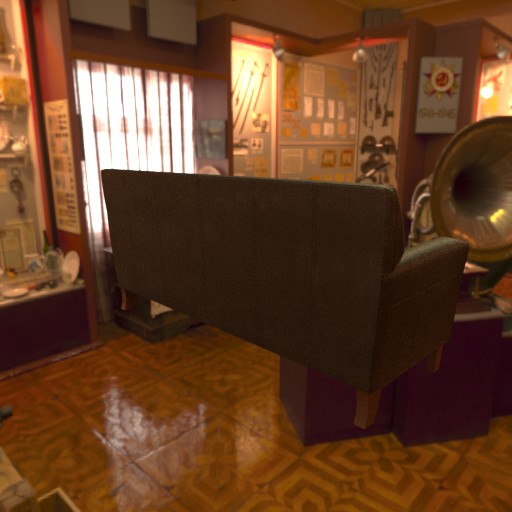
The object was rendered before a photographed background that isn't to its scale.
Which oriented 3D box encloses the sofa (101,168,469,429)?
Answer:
[{"bbox_3d":[0.000,0.000,2.520,0.805,0.947,2.053,-13,19,-43],"label":"sofa"}]
